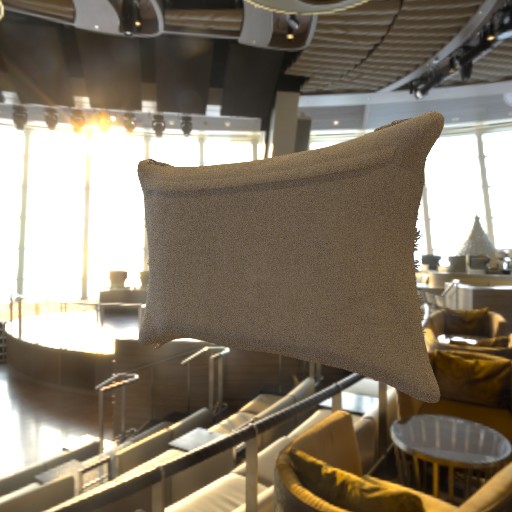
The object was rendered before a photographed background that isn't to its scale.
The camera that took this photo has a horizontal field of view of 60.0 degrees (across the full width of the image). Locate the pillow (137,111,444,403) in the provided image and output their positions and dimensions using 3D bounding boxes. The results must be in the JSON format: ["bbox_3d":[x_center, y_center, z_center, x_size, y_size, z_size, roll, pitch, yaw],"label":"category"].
[{"bbox_3d":[0.000,0.000,0.585,0.466,0.305,0.084,1,1,35],"label":"pillow"}]
